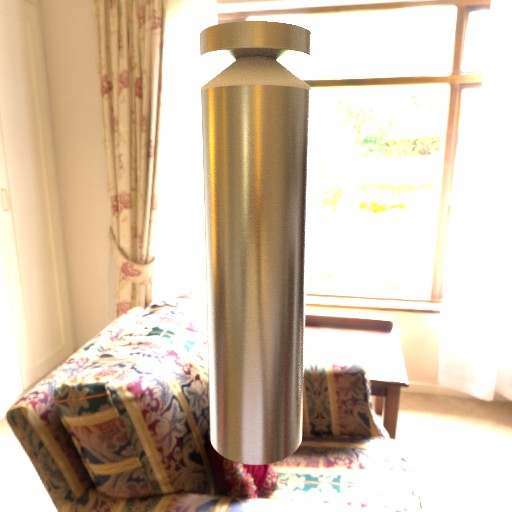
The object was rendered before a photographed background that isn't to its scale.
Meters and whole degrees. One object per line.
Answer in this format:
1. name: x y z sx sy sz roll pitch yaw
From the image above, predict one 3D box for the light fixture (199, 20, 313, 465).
1. light fixture: 0.000 0.000 0.439 0.102 0.400 0.102 -7 15 -27
